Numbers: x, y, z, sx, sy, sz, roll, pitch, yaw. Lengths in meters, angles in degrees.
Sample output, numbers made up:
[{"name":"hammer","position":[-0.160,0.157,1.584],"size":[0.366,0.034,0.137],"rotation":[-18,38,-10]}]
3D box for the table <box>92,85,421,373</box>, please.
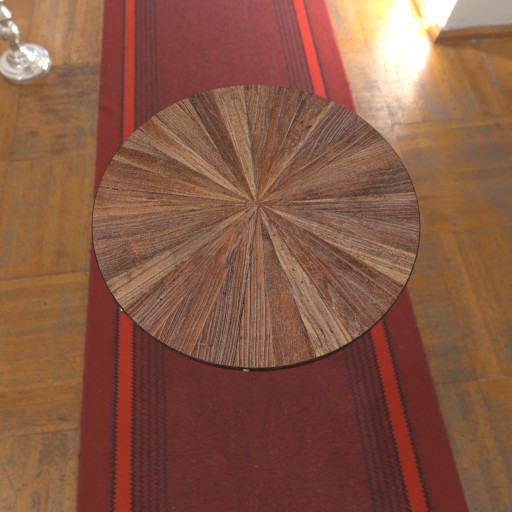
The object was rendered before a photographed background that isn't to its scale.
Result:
[{"name":"table","position":[0.000,0.000,1.500],"size":[0.885,0.658,0.885],"rotation":[0,65,0]}]
